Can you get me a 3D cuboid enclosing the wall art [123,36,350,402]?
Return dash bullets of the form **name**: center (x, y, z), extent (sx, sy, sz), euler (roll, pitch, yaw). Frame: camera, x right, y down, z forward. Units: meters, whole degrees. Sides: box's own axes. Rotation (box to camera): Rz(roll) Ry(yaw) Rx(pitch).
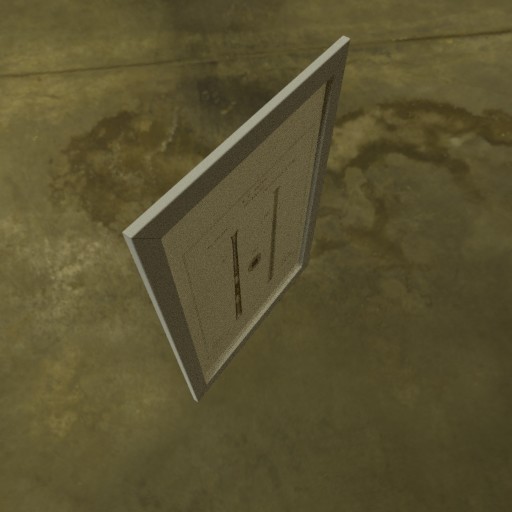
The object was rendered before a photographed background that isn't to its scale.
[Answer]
- **wall art**: center (0.000, 0.000, 0.685), extent (0.012, 0.529, 0.374), euler (32, 63, 19)
